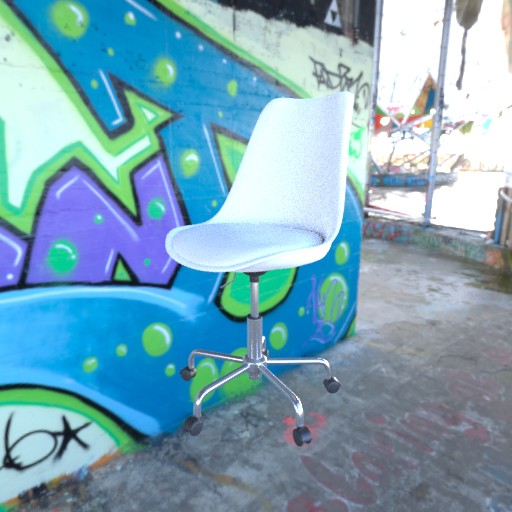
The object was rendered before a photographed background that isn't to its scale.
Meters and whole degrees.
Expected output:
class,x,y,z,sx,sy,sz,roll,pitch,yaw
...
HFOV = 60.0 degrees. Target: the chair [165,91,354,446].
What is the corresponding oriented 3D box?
class,x,y,z,sx,sy,sz,roll,pitch,yaw
chair,0.000,0.000,1.302,0.550,0.930,0.550,13,19,43
